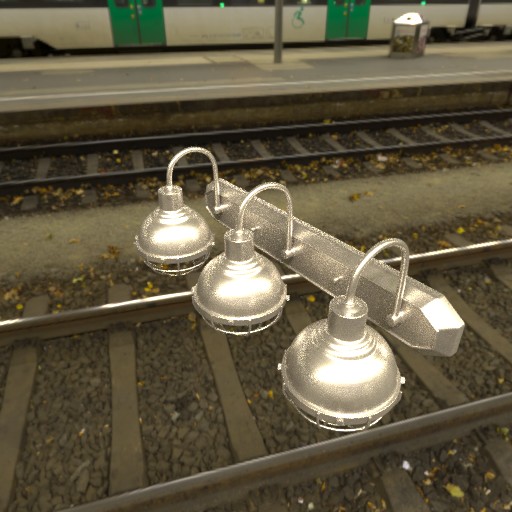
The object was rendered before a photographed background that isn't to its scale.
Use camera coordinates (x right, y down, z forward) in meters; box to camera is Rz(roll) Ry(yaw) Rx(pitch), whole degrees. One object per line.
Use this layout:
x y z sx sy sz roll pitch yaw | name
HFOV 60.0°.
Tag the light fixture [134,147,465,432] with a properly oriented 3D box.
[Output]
0.000 0.000 0.756 0.229 0.254 0.634 -21 37 -31 | light fixture
